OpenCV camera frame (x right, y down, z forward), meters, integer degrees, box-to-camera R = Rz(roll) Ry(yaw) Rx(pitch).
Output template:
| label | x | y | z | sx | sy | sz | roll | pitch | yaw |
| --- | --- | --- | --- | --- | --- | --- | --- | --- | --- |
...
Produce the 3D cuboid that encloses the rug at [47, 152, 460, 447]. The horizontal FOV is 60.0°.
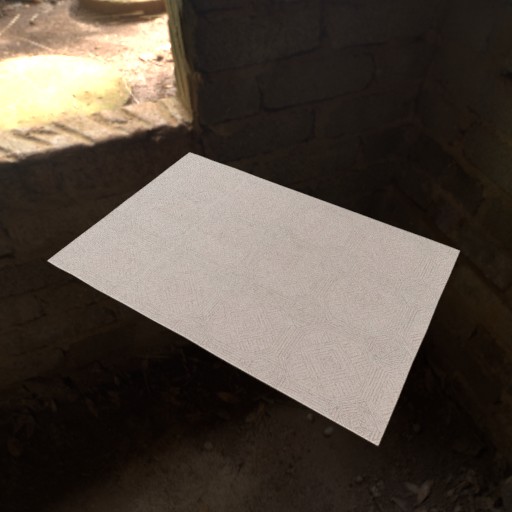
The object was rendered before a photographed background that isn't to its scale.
| label | x | y | z | sx | sy | sz | roll | pitch | yaw |
| --- | --- | --- | --- | --- | --- | --- | --- | --- | --- |
| rug | 0.000 | 0.000 | 2.366 | 1.839 | 0.009 | 1.236 | 24 | 50 | 22 |
